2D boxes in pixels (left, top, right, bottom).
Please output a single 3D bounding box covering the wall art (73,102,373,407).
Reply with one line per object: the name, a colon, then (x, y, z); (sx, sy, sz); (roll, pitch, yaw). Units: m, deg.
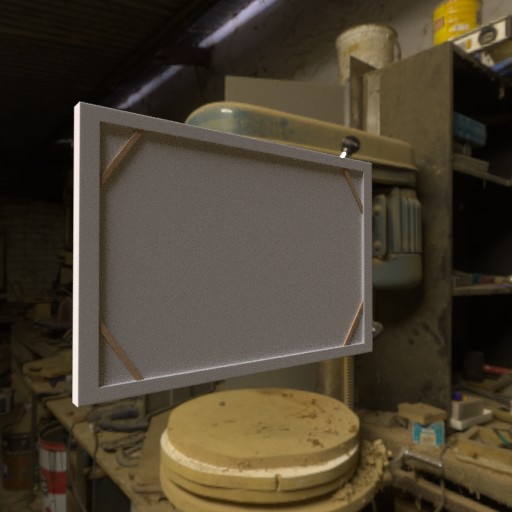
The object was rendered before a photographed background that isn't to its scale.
wall art: (0.000, 0.000, 1.174); (0.914, 0.609, 0.038); (1, -1, -37)
